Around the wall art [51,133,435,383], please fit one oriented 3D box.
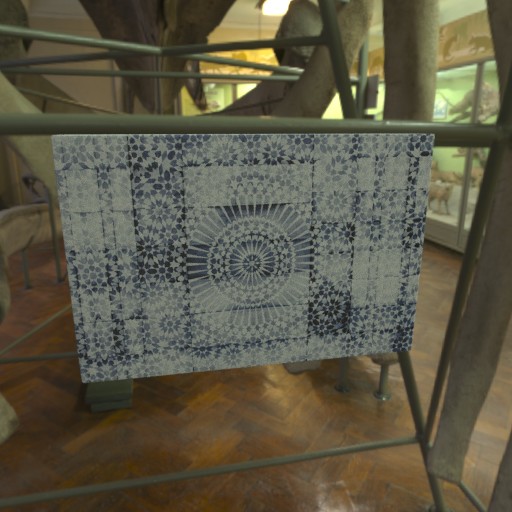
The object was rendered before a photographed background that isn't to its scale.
[{"bbox_3d":[0.000,0.000,1.149,0.911,0.608,0.057,-3,17,-10],"label":"wall art"}]
